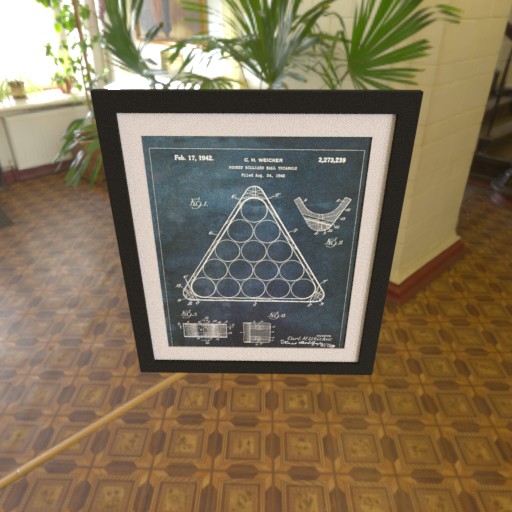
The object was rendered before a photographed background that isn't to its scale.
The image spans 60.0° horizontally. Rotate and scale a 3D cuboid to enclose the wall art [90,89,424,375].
[{"bbox_3d":[0.000,0.000,0.508,0.311,0.361,0.010,0,30,1],"label":"wall art"}]
